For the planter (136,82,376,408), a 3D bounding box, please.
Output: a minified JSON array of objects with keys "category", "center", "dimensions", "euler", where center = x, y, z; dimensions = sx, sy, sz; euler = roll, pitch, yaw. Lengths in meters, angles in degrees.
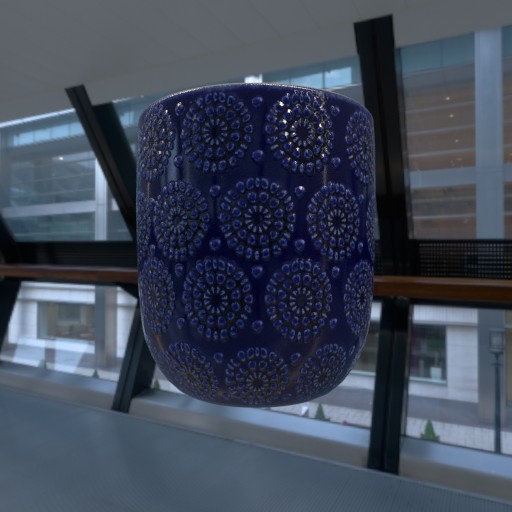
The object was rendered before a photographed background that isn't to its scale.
[{"category":"planter","center":[0.000,0.000,0.353],"dimensions":[0.184,0.206,0.184],"euler":[0,-1,0]}]
